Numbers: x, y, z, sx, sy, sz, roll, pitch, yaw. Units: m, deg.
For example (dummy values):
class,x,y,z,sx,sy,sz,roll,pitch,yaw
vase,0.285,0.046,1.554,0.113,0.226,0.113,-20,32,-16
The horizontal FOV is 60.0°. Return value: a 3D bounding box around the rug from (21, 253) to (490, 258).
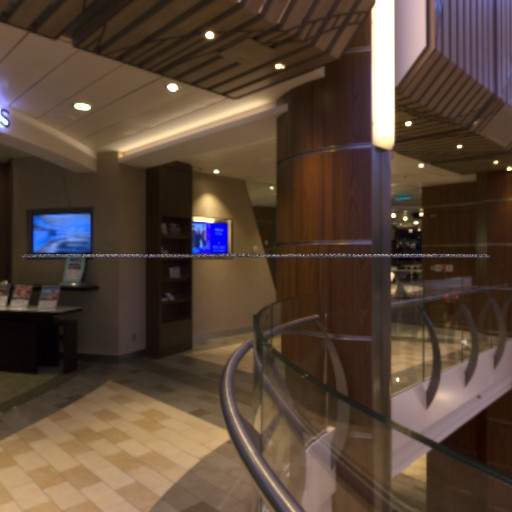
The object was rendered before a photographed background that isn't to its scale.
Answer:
class,x,y,z,sx,sy,sz,roll,pitch,yaw
rug,0.000,0.000,3.070,2.443,0.021,1.538,0,0,-1
